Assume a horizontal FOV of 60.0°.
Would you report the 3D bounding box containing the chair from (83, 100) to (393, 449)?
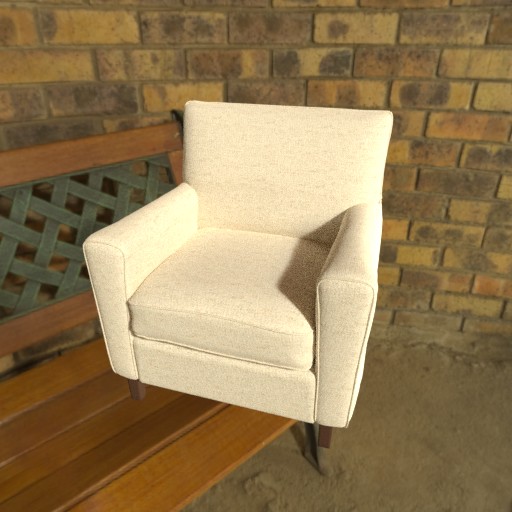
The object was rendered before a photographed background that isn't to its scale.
[{"bbox_3d":[0.000,0.000,1.608,0.870,0.943,0.823,8,29,15],"label":"chair"}]
